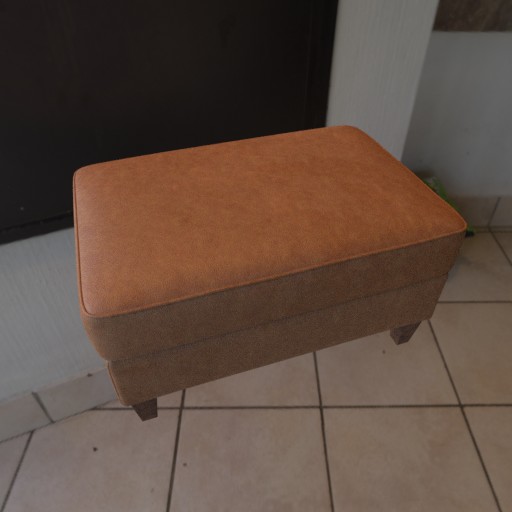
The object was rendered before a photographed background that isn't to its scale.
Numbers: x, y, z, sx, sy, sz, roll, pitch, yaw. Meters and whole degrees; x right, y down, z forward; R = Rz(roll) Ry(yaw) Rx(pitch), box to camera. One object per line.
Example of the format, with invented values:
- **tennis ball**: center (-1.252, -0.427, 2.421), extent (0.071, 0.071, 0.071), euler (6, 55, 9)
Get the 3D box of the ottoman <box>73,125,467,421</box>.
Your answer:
- **ottoman**: center (0.000, 0.000, 1.204), extent (0.864, 0.483, 0.584), euler (-13, 43, -14)
